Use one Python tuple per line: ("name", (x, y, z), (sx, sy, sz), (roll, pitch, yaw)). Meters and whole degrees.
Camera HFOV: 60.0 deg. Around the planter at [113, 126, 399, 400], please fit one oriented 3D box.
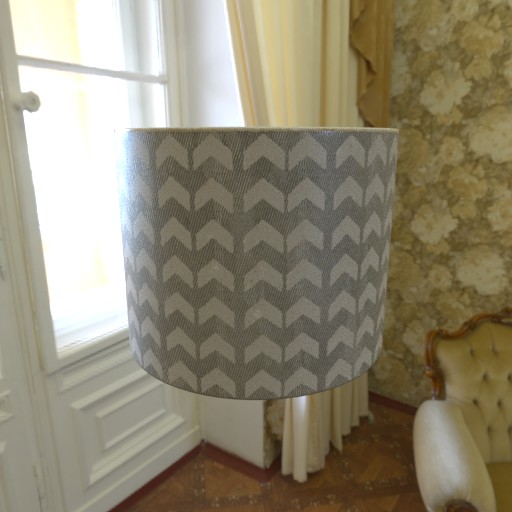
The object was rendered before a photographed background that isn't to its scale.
("planter", (0.000, 0.000, 0.436), (0.250, 0.239, 0.250), (0, 15, 0))
